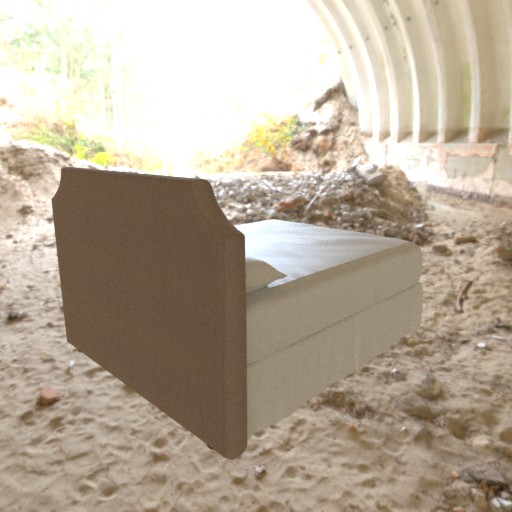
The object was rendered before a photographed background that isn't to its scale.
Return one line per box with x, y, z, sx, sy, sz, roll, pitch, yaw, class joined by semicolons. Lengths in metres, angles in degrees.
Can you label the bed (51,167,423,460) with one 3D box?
0.000;0.000;3.229;1.828;1.303;2.164;14;20;43;bed
